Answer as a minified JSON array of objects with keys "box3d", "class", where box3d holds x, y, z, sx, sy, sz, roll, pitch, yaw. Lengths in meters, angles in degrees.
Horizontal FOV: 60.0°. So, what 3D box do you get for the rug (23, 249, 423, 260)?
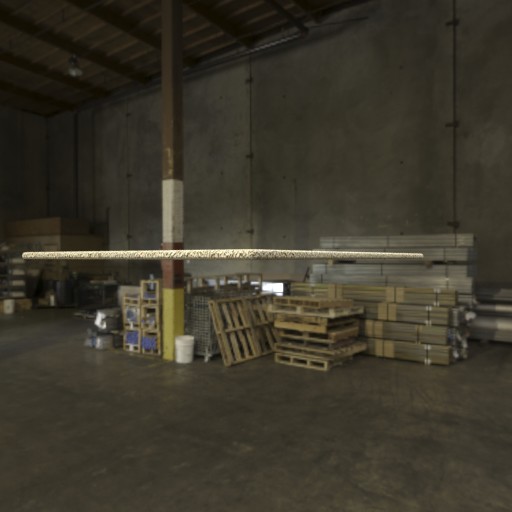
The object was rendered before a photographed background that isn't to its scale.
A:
[{"box3d":[0.000,0.000,2.281,1.219,0.030,1.778,0,0,35],"class":"rug"}]
